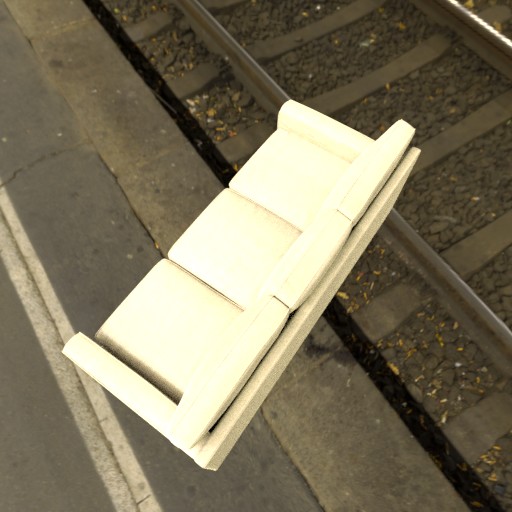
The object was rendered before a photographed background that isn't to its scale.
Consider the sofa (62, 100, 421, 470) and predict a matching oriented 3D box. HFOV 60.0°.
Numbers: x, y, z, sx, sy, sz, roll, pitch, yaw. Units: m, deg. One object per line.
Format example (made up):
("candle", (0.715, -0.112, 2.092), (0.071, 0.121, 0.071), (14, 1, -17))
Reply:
("sofa", (0.000, 0.000, 2.568), (0.936, 0.862, 2.093), (32, 68, 15))
